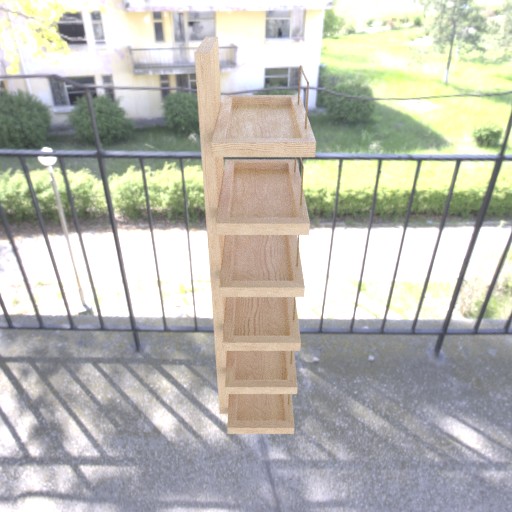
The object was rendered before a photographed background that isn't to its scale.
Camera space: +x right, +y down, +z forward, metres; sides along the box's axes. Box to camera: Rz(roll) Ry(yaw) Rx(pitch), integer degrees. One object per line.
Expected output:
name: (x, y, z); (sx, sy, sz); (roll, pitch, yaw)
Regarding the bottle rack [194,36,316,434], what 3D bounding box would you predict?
bottle rack: (0.000, 0.000, 1.083); (0.206, 0.943, 0.330); (0, 33, 0)
